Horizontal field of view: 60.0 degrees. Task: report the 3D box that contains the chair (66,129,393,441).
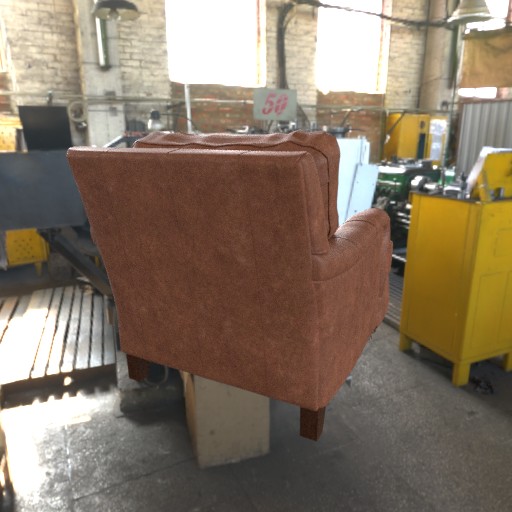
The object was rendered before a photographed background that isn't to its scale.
[{"bbox_3d":[0.000,0.000,1.924,0.986,1.055,1.158,8,18,27],"label":"chair"}]
